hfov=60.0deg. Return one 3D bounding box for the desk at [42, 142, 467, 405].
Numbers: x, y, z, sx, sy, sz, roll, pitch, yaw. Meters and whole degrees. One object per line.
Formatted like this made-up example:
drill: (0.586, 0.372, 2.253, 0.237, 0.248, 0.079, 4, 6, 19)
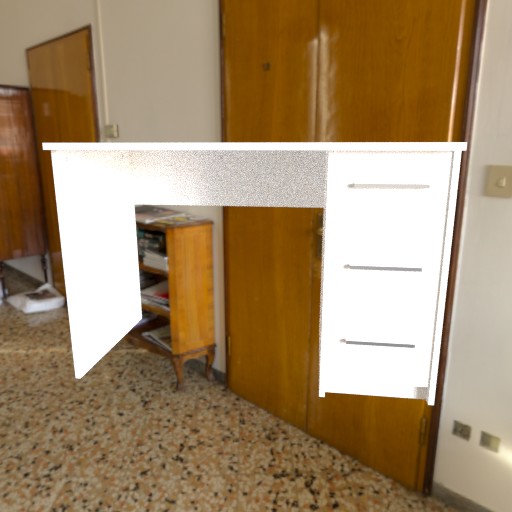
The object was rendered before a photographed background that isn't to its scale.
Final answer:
desk: (0.000, 0.000, 1.490, 1.097, 0.735, 0.560, 2, 14, 8)
